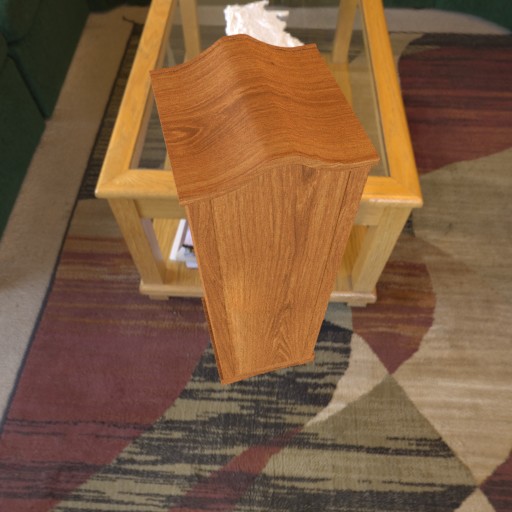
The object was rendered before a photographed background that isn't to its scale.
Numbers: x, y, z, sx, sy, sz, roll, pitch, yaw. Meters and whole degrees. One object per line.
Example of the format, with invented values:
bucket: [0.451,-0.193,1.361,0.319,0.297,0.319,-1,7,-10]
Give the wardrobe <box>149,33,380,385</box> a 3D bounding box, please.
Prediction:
wardrobe: [0.000,0.000,2.106,0.590,1.870,0.570,-13,59,-8]
